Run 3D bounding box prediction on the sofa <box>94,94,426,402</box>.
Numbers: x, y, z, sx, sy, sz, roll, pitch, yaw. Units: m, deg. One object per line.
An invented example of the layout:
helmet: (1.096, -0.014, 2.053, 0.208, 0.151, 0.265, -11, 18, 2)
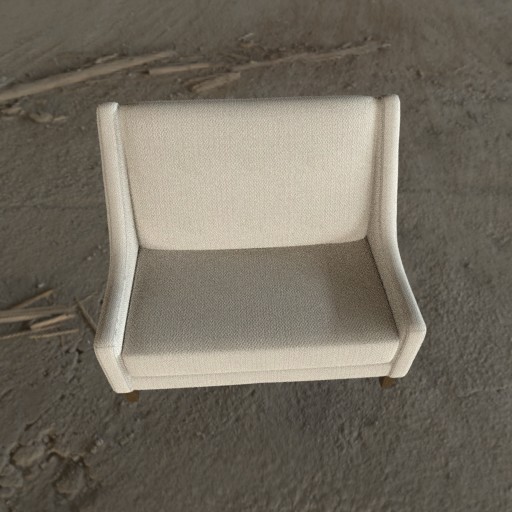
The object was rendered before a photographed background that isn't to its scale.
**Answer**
sofa: (0.000, 0.000, 1.875, 1.242, 1.022, 0.870, -3, 47, -2)
